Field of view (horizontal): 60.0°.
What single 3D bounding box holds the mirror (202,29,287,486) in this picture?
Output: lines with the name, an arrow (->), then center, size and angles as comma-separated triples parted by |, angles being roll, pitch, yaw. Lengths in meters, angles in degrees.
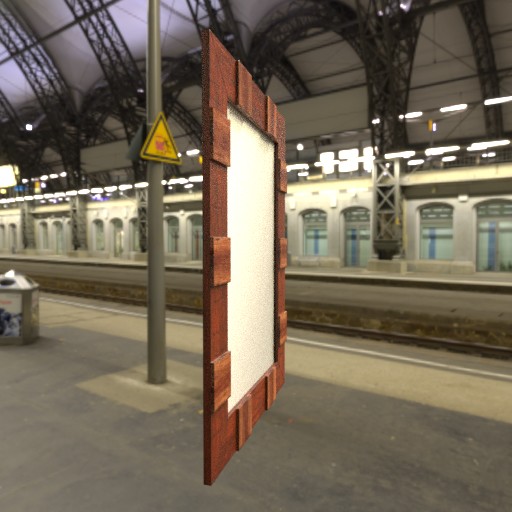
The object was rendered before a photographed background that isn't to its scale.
mirror -> 0.000, 0.000, 1.069 | 0.021, 0.805, 0.600 | 1, 2, 16
